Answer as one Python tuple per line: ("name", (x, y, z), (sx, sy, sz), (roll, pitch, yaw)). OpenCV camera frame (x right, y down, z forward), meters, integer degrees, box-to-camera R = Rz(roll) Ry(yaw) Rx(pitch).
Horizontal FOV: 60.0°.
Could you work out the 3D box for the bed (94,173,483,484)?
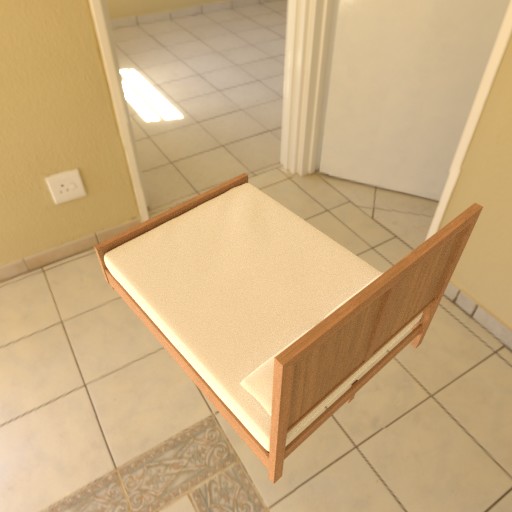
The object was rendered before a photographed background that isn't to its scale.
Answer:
("bed", (0.000, 0.000, 3.277), (1.606, 1.387, 2.184), (-31, 53, -28))
